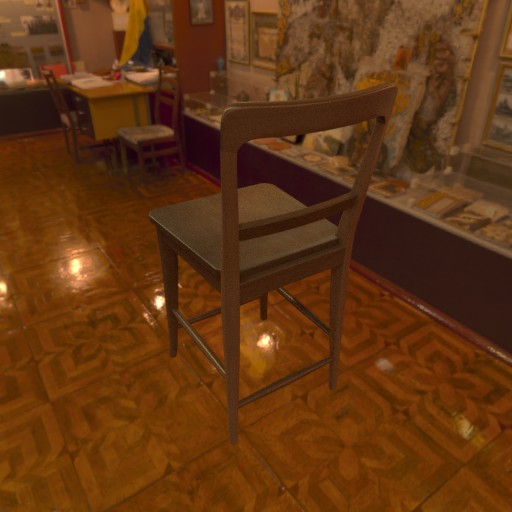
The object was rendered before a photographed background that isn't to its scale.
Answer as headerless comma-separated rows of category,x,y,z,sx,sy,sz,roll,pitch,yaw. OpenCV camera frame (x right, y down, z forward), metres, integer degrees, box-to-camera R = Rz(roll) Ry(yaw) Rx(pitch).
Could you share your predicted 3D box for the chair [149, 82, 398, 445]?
chair,0.000,0.000,1.294,0.450,0.991,0.546,-18,35,-27
